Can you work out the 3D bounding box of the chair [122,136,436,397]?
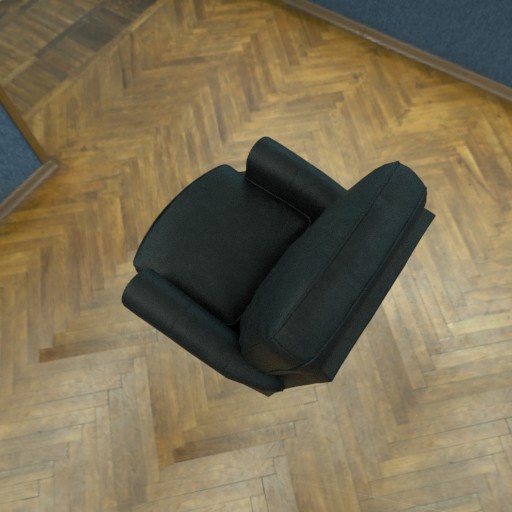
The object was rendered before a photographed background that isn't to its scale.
[{"bbox_3d":[0.000,0.000,1.770,0.986,1.018,0.936,33,68,15],"label":"chair"}]
